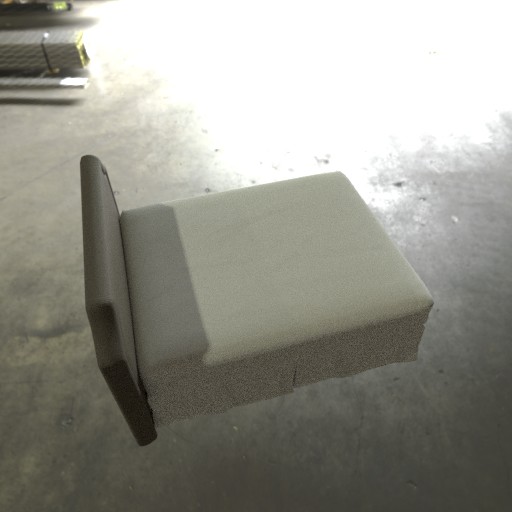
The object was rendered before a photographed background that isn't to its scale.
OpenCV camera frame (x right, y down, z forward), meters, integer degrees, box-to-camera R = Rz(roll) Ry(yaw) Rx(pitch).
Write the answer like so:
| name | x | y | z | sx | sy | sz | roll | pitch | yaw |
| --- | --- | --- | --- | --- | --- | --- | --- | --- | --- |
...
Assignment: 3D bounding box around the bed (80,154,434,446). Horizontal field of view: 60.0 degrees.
| name | x | y | z | sx | sy | sz | roll | pitch | yaw |
| --- | --- | --- | --- | --- | --- | --- | --- | --- | --- |
| bed | 0.000 | 0.000 | 3.316 | 2.181 | 1.297 | 1.831 | -12 | 48 | -11 |
